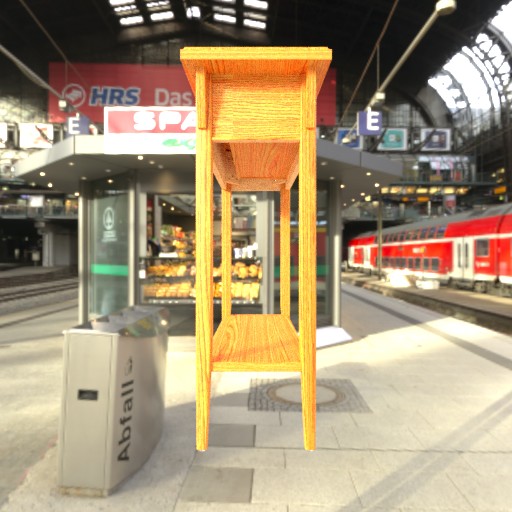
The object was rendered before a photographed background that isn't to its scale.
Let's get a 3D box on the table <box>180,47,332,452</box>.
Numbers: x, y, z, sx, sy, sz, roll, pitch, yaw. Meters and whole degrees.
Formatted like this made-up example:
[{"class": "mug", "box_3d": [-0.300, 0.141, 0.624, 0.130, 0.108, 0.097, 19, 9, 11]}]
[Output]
[{"class": "table", "box_3d": [0.000, 0.000, 1.126, 0.254, 0.711, 0.762, 0, 0, 0]}]
